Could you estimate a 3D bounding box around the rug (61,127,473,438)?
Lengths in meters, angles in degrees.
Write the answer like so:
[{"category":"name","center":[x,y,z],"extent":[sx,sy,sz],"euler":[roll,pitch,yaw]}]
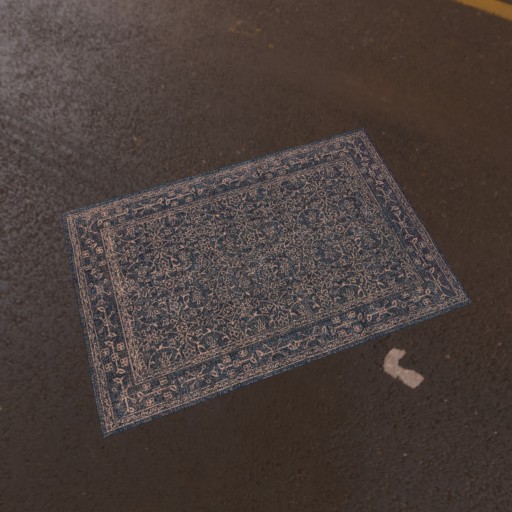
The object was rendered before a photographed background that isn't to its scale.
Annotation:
[{"category":"rug","center":[0.000,0.000,2.278],"extent":[1.819,0.005,1.200],"euler":[-18,64,-9]}]
